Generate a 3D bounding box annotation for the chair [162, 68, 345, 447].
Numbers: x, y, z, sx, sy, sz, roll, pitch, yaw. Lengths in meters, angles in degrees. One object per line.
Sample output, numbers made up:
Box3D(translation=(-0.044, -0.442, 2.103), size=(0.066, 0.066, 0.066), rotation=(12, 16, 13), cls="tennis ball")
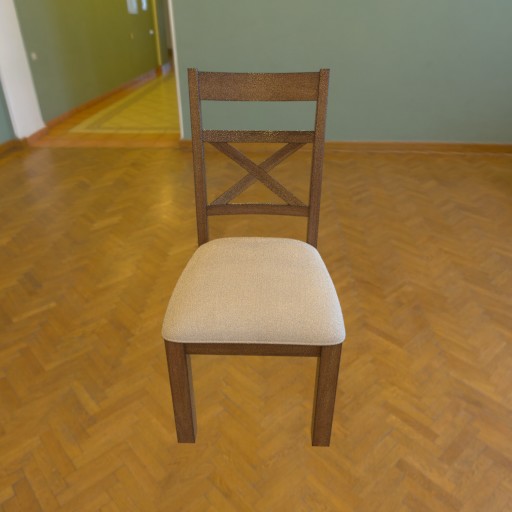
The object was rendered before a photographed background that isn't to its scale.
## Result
Box3D(translation=(0.000, 0.000, 1.284), size=(0.461, 0.949, 0.581), rotation=(1, 30, 1), cls="chair")
